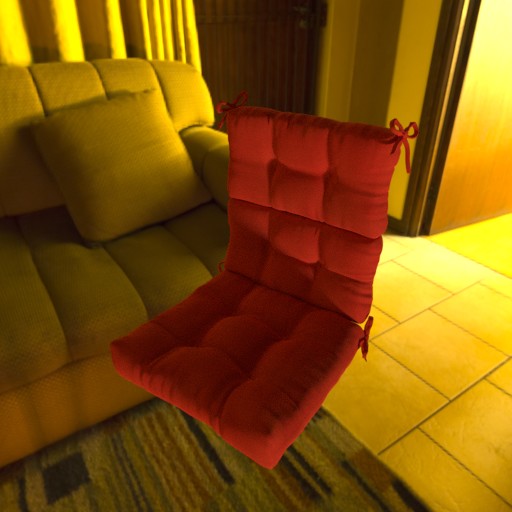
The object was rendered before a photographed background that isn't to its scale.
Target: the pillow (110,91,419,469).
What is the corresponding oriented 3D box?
[{"bbox_3d":[0.000,0.000,1.024,0.519,0.605,0.571,20,36,30],"label":"pillow"}]
